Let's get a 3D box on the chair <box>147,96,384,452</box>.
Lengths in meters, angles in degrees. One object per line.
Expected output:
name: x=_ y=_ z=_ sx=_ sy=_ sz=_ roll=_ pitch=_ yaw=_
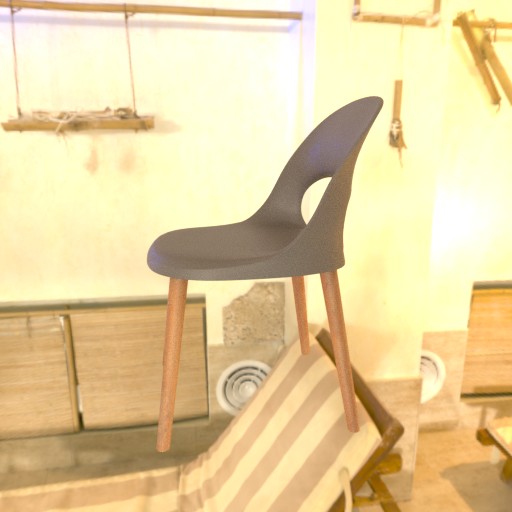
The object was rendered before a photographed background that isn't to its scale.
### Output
chair: x=0.000 y=0.000 z=1.162 sx=0.556 sy=0.795 sz=0.470 roll=-2 pitch=14 yaw=-10
